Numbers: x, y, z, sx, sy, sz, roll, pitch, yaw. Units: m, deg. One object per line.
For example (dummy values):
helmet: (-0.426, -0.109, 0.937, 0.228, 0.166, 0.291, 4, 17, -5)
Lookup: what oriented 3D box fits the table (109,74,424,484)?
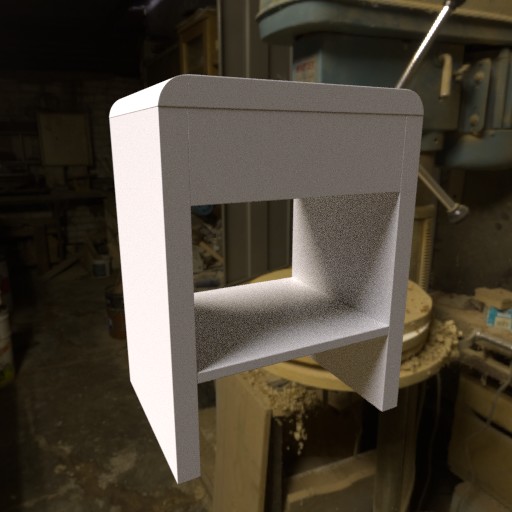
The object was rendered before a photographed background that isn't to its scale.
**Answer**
table: (0.000, 0.000, 0.855, 0.450, 0.590, 0.350, -7, 16, -26)
